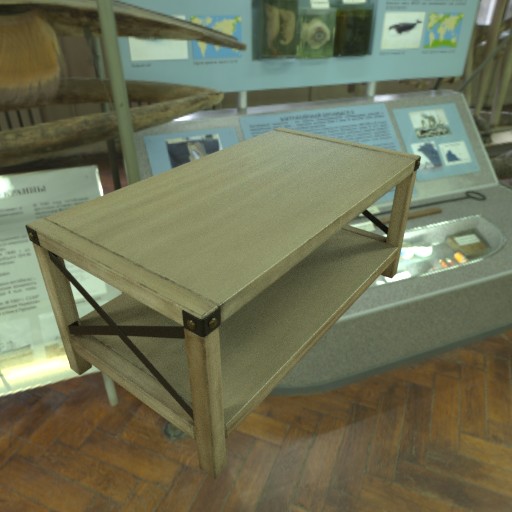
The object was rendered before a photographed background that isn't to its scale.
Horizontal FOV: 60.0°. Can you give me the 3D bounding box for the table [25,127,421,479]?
[{"bbox_3d":[0.000,0.000,1.313,0.559,0.456,1.016,22,38,31],"label":"table"}]
